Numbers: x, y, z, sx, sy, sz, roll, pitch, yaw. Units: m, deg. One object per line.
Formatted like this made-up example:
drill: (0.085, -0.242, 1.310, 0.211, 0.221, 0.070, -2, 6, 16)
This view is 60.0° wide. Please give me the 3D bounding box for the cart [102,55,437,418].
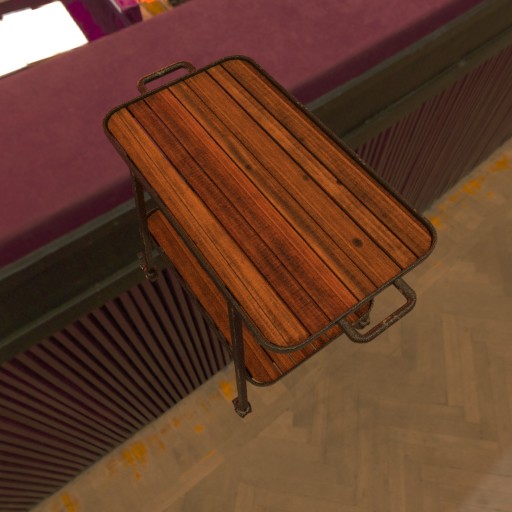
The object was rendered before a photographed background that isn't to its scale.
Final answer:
cart: (0.000, 0.000, 1.221, 0.515, 0.700, 0.806, -32, 65, -17)
